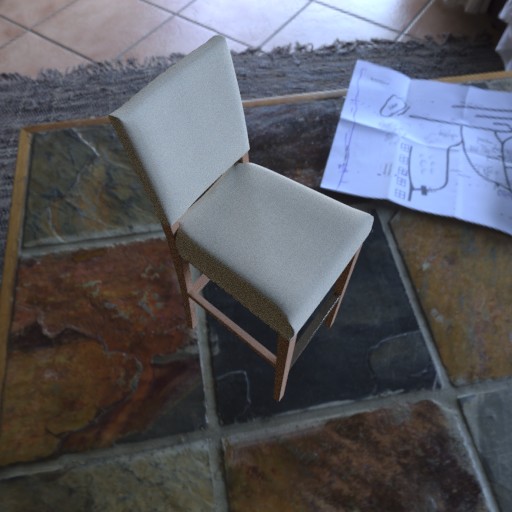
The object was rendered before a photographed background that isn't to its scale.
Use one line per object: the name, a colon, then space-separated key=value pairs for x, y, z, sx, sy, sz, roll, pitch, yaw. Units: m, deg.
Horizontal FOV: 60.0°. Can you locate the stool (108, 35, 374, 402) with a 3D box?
stool: x=0.000 y=0.000 z=1.429 sx=0.546 sy=1.143 sz=0.428 roll=32 pitch=64 yaw=18
